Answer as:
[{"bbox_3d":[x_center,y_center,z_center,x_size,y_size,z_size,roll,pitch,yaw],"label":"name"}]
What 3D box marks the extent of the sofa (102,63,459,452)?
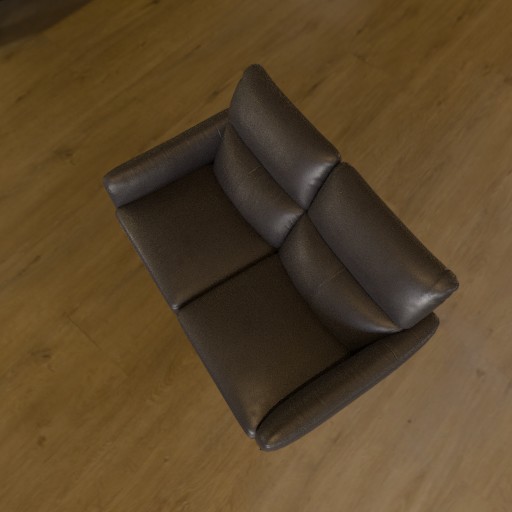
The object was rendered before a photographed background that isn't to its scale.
[{"bbox_3d":[0.000,0.000,2.174,0.958,0.920,1.596,-30,68,-14],"label":"sofa"}]
